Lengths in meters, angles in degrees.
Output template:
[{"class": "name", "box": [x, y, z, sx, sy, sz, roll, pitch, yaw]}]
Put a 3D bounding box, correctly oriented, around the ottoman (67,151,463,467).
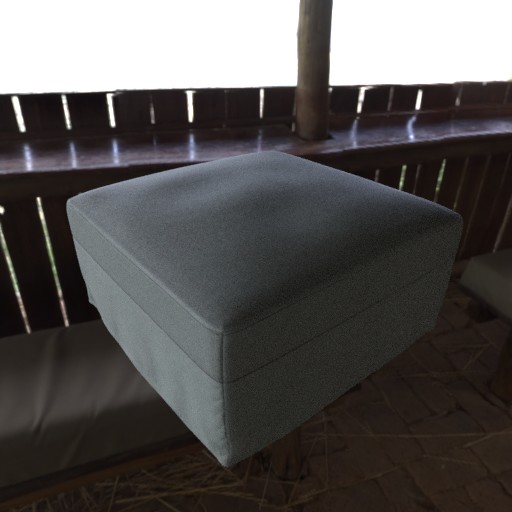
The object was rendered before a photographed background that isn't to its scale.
[{"class": "ottoman", "box": [0.000, 0.000, 1.342, 0.842, 0.441, 0.843, -21, 35, -33]}]
